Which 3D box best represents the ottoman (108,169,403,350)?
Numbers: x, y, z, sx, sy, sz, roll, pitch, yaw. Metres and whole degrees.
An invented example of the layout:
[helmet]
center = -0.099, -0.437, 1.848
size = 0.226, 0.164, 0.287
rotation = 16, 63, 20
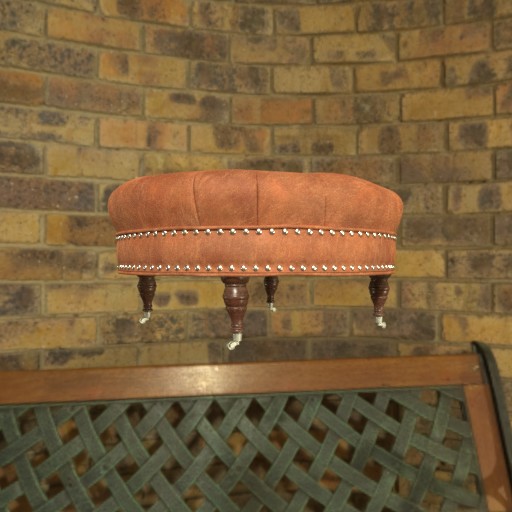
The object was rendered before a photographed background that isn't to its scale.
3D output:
[ottoman]
center = 0.000, 0.000, 1.415
size = 0.901, 0.444, 0.901
rotation = 0, -1, 0
